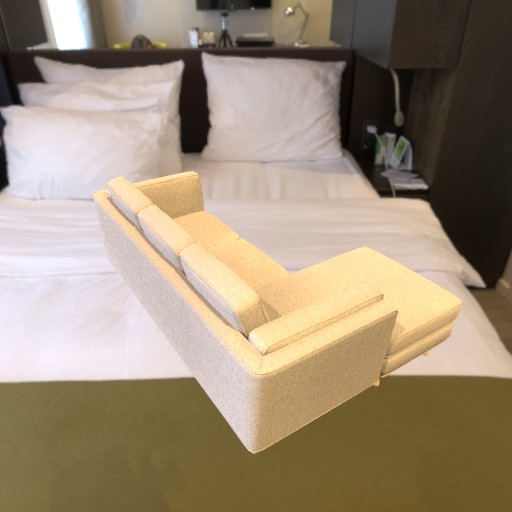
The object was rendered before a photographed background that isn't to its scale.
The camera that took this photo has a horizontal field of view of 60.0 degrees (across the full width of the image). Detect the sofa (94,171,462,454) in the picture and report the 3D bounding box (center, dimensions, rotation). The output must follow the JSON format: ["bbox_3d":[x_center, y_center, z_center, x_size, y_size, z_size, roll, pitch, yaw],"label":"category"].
[{"bbox_3d":[0.000,0.000,3.217,1.604,0.929,2.411,-19,36,-28],"label":"sofa"}]
